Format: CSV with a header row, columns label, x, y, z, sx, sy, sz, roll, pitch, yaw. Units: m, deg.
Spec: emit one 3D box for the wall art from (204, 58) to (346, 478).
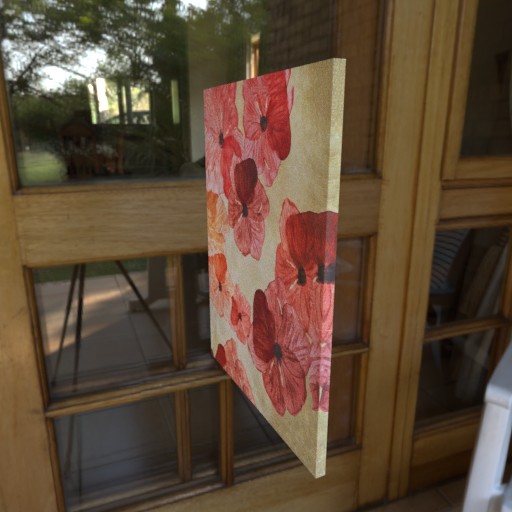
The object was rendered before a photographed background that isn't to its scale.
label,x,y,z,sx,sy,sz,roll,pitch,yaw
wall art,0.000,0.000,1.356,0.031,1.015,0.762,-8,17,-25
